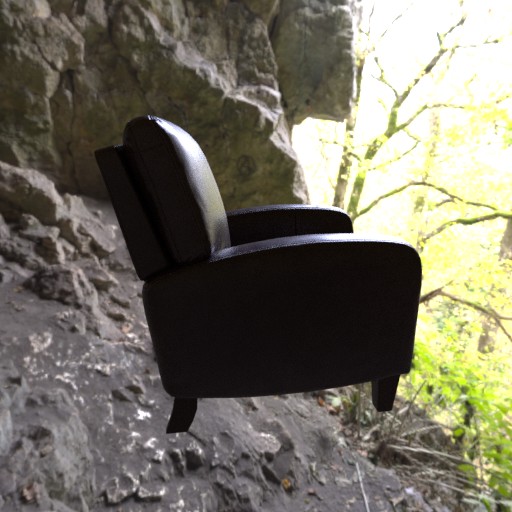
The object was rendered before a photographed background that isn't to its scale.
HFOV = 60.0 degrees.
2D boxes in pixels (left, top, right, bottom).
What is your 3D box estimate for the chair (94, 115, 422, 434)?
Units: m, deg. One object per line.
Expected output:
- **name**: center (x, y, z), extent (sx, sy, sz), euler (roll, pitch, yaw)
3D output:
- **chair**: center (0.000, 0.000, 1.666), extent (0.990, 0.990, 0.762), euler (-2, 16, -9)
